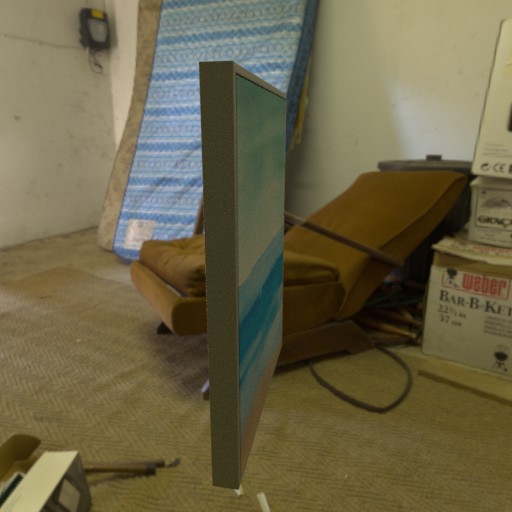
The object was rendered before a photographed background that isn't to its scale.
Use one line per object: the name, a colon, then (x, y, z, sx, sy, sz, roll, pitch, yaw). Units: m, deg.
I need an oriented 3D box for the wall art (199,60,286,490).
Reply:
wall art: (0.000, 0.000, 0.757, 0.039, 0.553, 0.445, 3, 16, 11)
